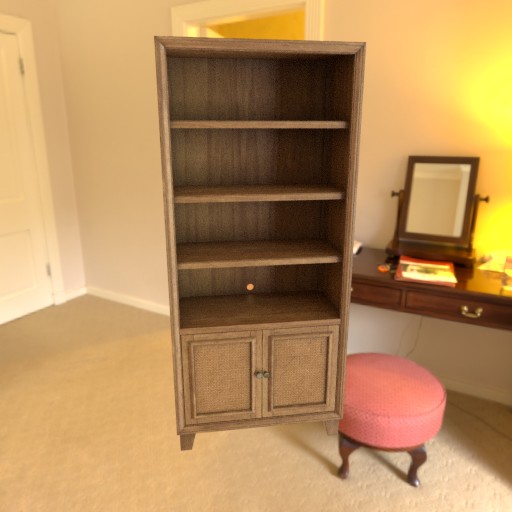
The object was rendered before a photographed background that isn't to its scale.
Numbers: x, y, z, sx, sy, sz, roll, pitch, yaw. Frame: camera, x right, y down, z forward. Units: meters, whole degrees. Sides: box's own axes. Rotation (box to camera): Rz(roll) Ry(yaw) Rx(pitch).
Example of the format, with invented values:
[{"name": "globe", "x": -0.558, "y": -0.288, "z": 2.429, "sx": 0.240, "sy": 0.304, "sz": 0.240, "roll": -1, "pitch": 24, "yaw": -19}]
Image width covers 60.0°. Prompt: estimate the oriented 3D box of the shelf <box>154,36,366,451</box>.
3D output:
[{"name": "shelf", "x": 0.000, "y": 0.000, "z": 2.245, "sx": 0.864, "sy": 1.930, "sz": 0.453, "roll": -2, "pitch": 16, "yaw": -8}]
